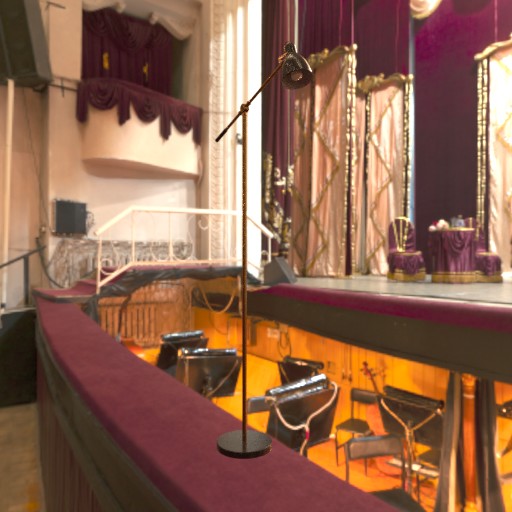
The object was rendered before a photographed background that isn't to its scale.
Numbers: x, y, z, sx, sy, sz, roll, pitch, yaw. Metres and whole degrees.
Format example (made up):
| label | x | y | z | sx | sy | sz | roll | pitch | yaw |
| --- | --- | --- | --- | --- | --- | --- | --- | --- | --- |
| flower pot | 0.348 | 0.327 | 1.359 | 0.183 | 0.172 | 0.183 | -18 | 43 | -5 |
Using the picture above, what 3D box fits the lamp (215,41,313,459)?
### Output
| label | x | y | z | sx | sy | sz | roll | pitch | yaw |
| --- | --- | --- | --- | --- | --- | --- | --- | --- | --- |
| lamp | 0.000 | 0.000 | 1.833 | 0.235 | 1.628 | 0.618 | 0 | 0 | -37 |
